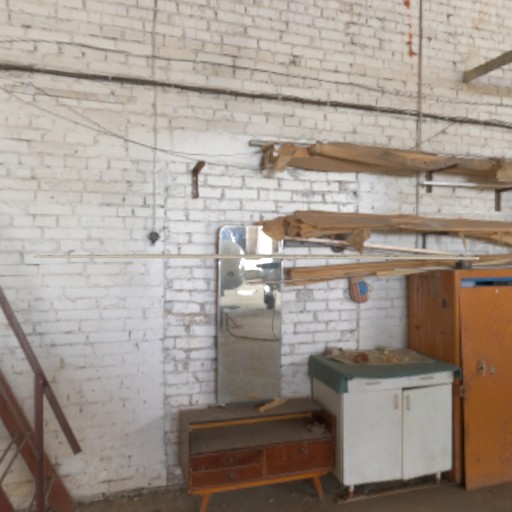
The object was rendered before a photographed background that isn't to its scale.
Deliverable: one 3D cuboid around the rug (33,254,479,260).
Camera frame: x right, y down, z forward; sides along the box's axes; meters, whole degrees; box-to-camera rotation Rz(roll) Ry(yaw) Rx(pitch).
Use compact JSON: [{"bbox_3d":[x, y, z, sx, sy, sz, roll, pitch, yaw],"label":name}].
[{"bbox_3d":[0.000,0.000,1.434,1.220,0.007,0.605,0,1,18],"label":"rug"}]
